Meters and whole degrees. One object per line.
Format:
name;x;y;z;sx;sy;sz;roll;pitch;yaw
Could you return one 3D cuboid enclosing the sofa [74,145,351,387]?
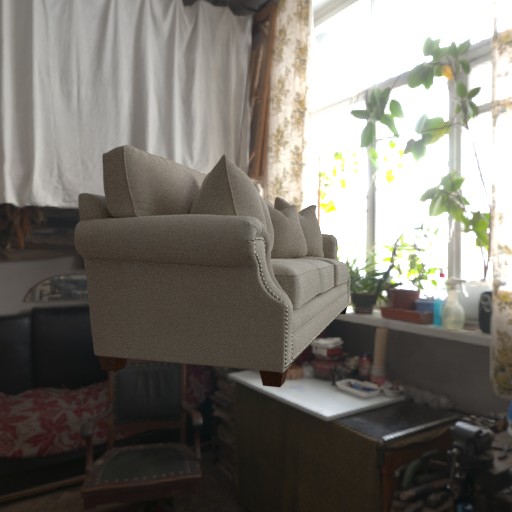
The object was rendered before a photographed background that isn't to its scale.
sofa;0.000;0.000;2.820;0.965;0.975;2.312;0;1;18
